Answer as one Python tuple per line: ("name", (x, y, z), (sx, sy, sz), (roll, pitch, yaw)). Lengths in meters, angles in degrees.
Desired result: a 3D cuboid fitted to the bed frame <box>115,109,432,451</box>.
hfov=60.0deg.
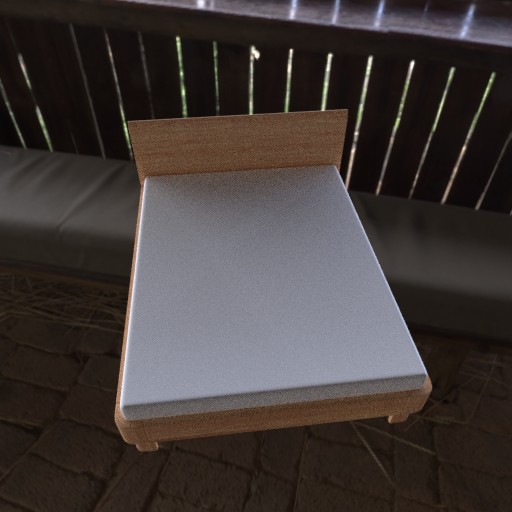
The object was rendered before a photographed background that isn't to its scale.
("bed frame", (0.000, 0.000, 2.925), (1.660, 0.940, 2.092), (-5, 45, -5))
